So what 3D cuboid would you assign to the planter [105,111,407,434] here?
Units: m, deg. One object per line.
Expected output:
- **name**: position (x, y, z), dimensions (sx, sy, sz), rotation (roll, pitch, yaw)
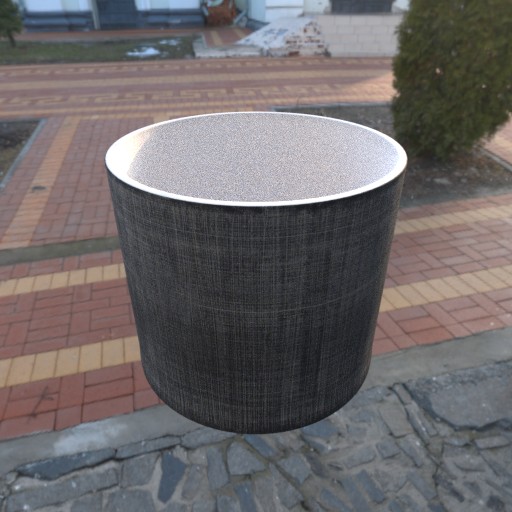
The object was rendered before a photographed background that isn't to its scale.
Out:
- **planter**: position (0.000, 0.000, 0.311), dimensions (0.178, 0.157, 0.178), rotation (0, 31, 0)
